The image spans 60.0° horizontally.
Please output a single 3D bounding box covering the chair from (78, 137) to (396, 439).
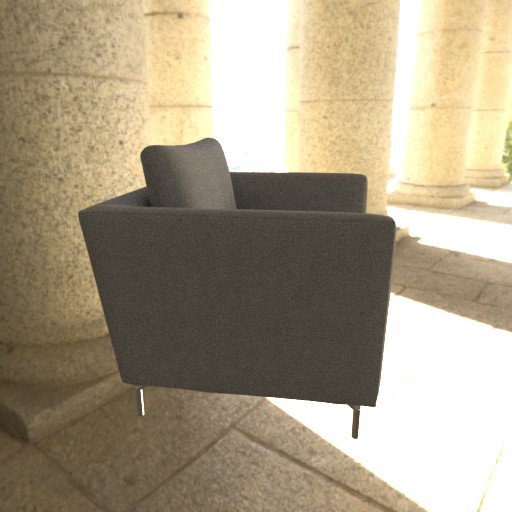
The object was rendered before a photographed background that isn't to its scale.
[{"bbox_3d":[0.000,0.000,1.720,0.889,0.864,1.041,3,17,9],"label":"chair"}]
